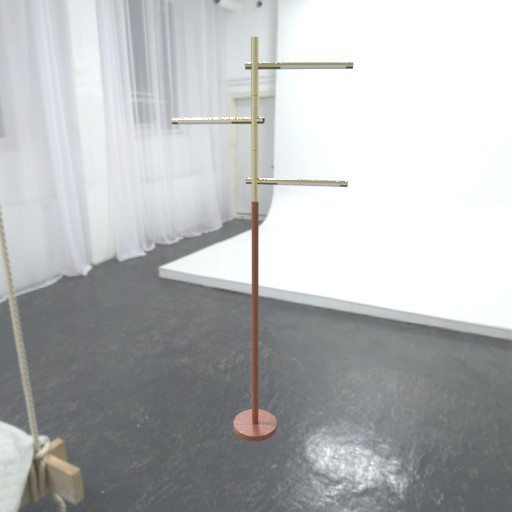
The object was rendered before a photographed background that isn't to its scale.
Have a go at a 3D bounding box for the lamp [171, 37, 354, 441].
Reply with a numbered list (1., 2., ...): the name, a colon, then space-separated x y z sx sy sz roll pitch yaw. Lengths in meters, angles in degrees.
1. lamp: 0.000 0.000 1.895 0.737 1.704 0.209 2 16 7
